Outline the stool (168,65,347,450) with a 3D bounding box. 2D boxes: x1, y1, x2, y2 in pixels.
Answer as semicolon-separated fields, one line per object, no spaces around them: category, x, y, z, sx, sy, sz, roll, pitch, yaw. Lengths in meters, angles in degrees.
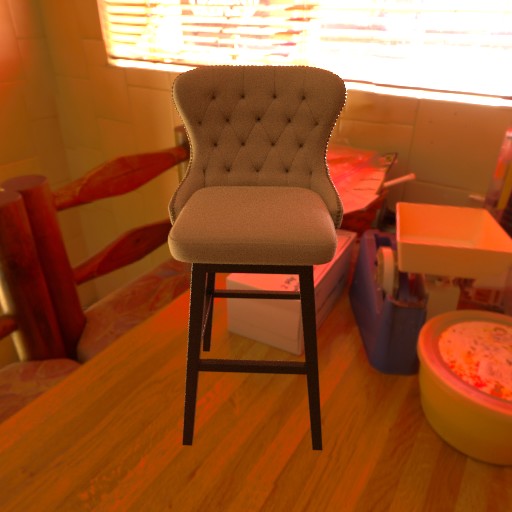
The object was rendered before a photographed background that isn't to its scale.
stool;0.000;0.000;1.413;0.528;1.066;0.605;1;30;2
